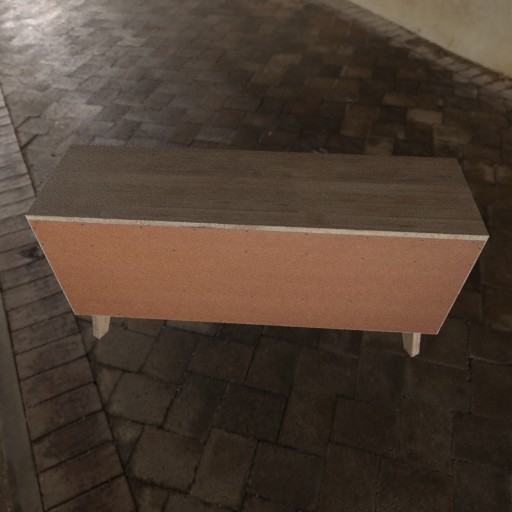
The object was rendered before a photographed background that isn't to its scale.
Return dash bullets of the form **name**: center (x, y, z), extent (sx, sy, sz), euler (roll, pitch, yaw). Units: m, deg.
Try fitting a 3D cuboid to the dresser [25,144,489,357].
- **dresser**: center (0.000, 0.000, 1.967), extent (1.602, 0.788, 0.455), euler (3, 47, 3)
